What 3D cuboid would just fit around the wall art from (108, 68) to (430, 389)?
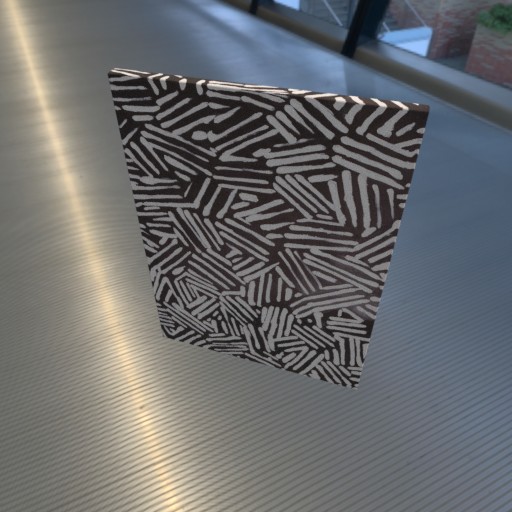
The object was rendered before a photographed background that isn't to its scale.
[{"bbox_3d":[0.000,0.000,1.347,0.765,1.017,0.038,12,42,14],"label":"wall art"}]
